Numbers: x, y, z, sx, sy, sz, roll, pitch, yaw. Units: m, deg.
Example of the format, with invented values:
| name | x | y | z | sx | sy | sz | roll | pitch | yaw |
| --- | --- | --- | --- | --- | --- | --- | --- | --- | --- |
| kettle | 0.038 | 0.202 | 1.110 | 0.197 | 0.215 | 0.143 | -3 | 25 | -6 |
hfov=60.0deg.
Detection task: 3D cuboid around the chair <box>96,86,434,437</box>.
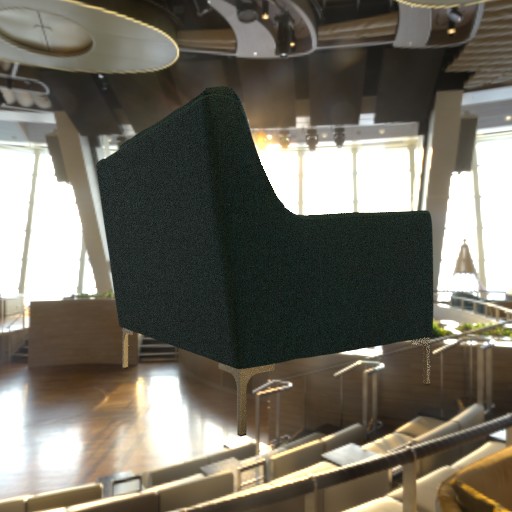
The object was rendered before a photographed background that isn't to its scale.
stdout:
| name | x | y | z | sx | sy | sz | roll | pitch | yaw |
| --- | --- | --- | --- | --- | --- | --- | --- | --- | --- |
| chair | 0.000 | 0.000 | 1.515 | 0.849 | 0.828 | 0.847 | 0 | -1 | -36 |
